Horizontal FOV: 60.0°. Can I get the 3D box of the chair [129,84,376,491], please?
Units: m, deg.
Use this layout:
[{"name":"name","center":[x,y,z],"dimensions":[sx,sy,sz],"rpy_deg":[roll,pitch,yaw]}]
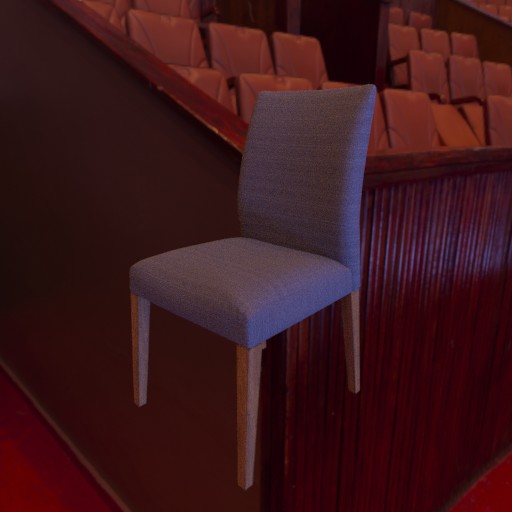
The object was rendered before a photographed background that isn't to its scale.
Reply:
[{"name":"chair","center":[0.000,0.000,1.288],"dimensions":[0.496,0.940,0.585],"rpy_deg":[16,23,42]}]
